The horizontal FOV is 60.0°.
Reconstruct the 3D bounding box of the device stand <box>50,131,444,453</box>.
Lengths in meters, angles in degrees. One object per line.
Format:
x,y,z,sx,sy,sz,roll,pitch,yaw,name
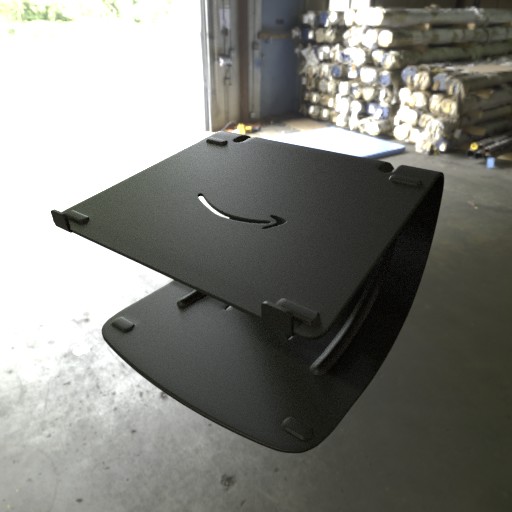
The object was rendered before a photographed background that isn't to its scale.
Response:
0.000,0.000,0.395,0.256,0.155,0.236,20,35,32,device stand
